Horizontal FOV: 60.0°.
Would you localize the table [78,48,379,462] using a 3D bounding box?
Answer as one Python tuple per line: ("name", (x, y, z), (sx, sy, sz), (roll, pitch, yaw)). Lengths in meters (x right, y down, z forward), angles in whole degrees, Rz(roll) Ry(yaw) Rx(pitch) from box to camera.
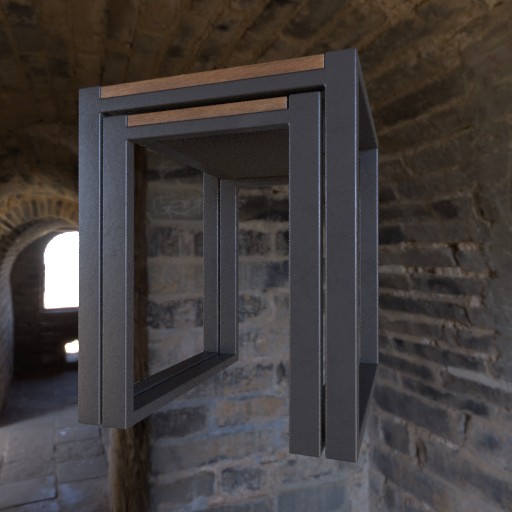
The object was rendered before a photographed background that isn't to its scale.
("table", (0.000, 0.000, 0.892), (0.449, 0.550, 0.500), (0, 0, 19))
